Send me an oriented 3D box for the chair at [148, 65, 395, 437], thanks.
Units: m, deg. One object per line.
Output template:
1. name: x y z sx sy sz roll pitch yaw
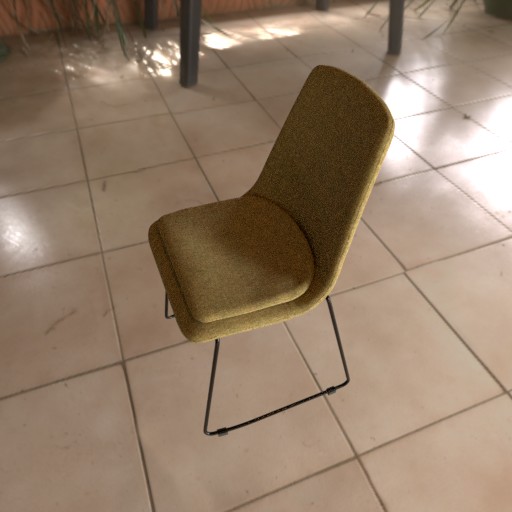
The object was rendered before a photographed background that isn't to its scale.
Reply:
1. chair: 0.000 0.000 1.157 0.496 0.849 0.479 -16 47 -16
